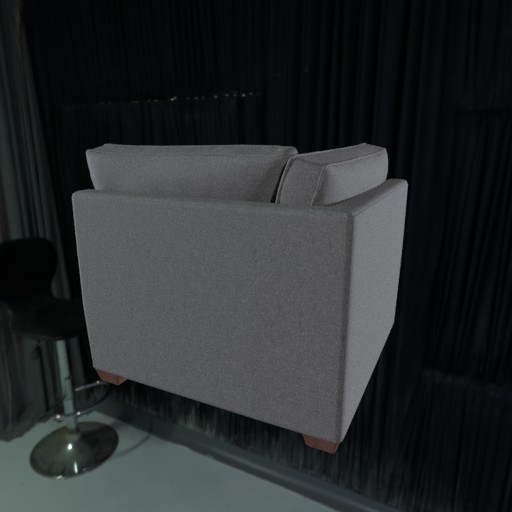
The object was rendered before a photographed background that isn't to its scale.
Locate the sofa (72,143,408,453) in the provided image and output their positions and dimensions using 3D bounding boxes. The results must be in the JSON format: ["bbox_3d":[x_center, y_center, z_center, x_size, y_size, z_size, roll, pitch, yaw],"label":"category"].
[{"bbox_3d":[0.000,0.000,2.023,1.146,1.002,1.084,8,17,25],"label":"sofa"}]
